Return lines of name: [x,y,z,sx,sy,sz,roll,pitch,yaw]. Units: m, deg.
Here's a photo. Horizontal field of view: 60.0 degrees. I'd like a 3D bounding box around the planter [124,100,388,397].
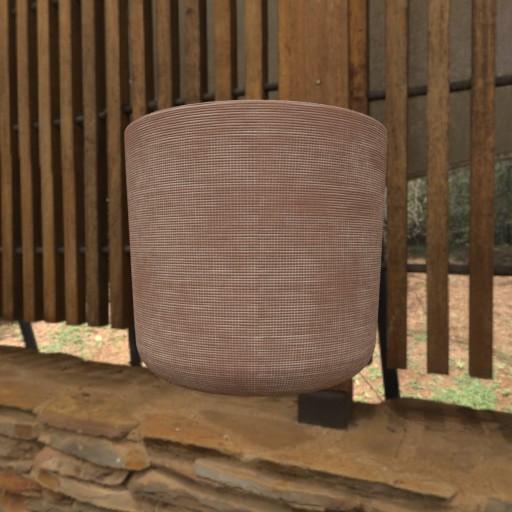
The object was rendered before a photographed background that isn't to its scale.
planter: [0.000,0.000,0.776,0.440,0.398,0.440,0,1,0]
